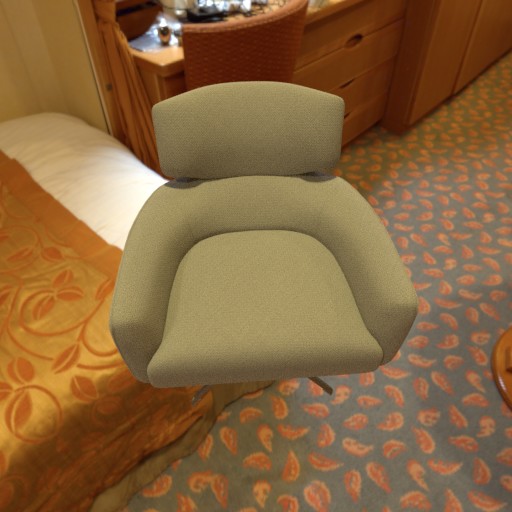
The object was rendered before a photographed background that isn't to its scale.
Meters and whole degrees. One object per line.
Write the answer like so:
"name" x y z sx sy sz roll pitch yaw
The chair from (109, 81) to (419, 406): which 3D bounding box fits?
"chair" 0.000 0.000 1.376 0.760 0.810 0.730 -3 45 -3
